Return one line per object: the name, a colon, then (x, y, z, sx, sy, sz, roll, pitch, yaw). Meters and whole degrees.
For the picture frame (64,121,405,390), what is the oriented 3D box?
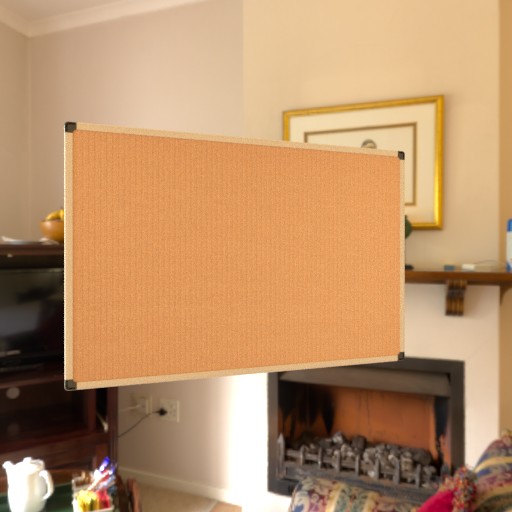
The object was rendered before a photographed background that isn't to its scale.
picture frame: (0.000, 0.000, 1.130, 0.900, 0.600, 0.010, 0, 0, -19)
